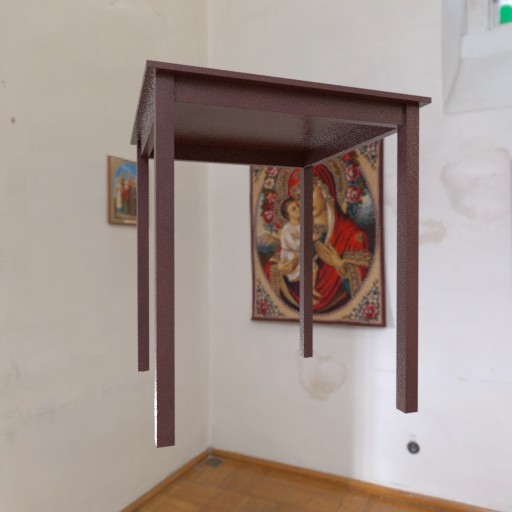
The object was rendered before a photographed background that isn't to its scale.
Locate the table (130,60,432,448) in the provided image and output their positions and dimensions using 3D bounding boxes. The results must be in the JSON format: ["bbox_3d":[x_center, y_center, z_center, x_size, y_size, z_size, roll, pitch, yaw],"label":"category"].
[{"bbox_3d":[0.000,0.000,1.653,0.861,0.991,0.861,0,1,-18],"label":"table"}]
